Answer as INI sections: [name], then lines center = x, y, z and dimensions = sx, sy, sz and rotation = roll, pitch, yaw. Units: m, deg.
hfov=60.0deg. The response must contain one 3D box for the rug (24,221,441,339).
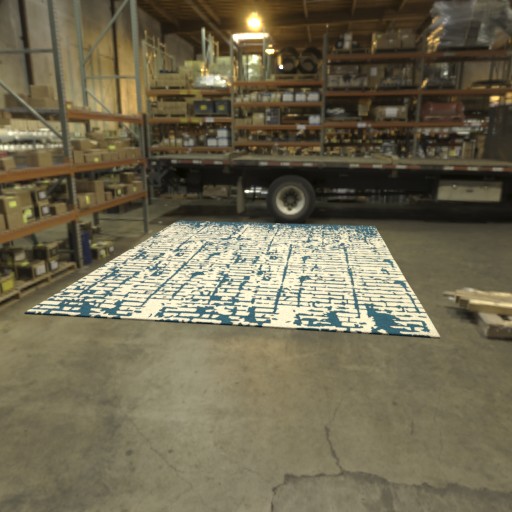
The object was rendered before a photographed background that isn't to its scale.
[rug]
center = 0.000, 0.000, 3.964
dimensions = 2.416, 0.014, 3.017
rotation = 2, 15, 8
